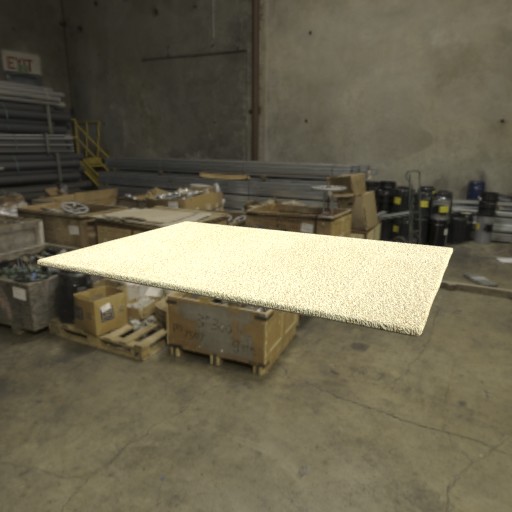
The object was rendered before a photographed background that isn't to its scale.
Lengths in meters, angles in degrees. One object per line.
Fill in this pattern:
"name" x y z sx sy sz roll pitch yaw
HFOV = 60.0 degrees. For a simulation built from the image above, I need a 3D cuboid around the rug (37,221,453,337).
"rug" 0.000 0.000 2.278 1.778 0.030 1.219 7 16 27
